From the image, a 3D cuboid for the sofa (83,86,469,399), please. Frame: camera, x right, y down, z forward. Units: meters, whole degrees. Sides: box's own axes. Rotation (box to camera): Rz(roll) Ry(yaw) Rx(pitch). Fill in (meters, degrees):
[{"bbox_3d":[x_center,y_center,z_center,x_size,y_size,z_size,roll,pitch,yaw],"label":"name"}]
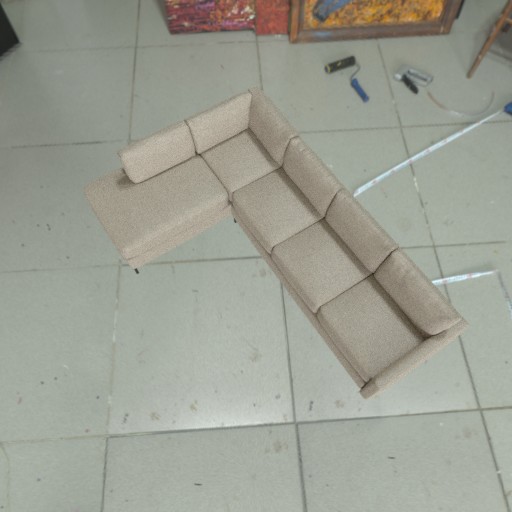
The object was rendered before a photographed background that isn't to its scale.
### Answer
[{"bbox_3d":[0.000,0.000,3.145,1.617,0.703,2.423,-30,67,-14],"label":"sofa"}]
